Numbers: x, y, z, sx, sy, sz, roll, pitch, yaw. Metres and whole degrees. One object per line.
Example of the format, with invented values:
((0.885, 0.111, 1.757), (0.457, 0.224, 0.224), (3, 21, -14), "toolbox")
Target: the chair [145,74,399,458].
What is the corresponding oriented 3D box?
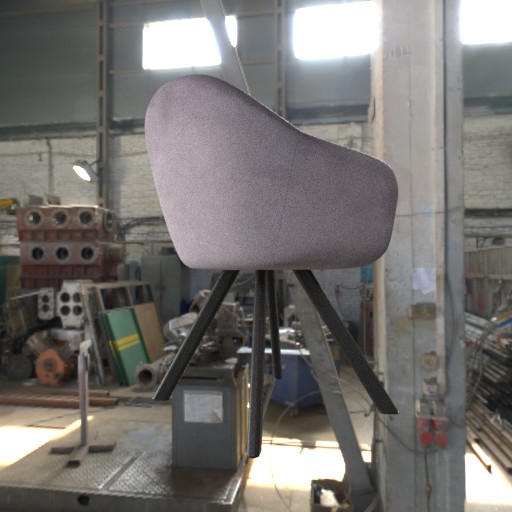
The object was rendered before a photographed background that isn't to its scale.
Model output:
((0.000, 0.000, 1.141), (0.540, 0.780, 0.570), (1, -2, -36), "chair")
